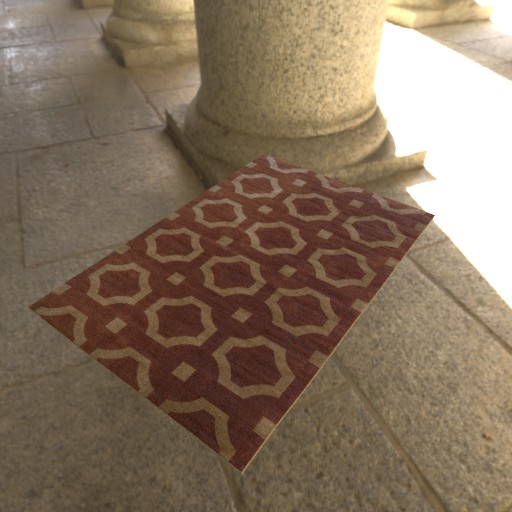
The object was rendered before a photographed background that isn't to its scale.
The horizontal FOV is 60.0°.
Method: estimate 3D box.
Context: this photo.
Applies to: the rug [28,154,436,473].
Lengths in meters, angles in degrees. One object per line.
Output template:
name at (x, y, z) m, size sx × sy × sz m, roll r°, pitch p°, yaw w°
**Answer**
rug at (0.000, 0.000, 2.877) m, size 1.555 × 0.016 × 2.286 m, roll 26°, pitch 47°, yaw 27°
